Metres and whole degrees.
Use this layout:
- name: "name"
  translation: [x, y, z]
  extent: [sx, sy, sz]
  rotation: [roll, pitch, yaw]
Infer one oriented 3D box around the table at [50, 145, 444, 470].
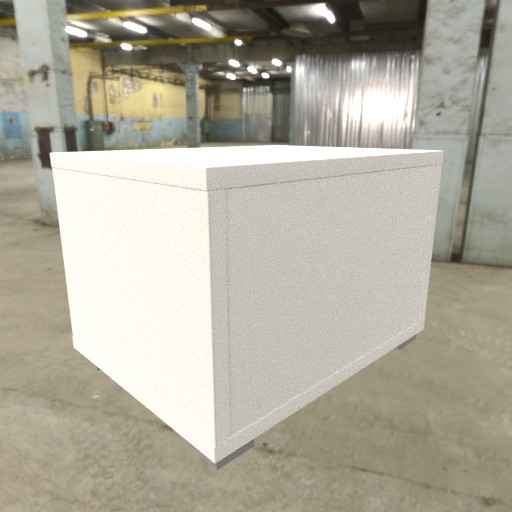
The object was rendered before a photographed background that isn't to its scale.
- name: "table"
  translation: [0.000, 0.000, 0.779]
  extent: [0.517, 0.357, 0.399]
  rotation: [-15, 22, -42]
